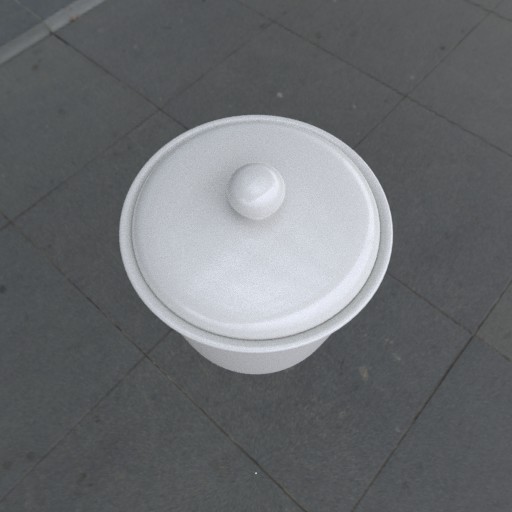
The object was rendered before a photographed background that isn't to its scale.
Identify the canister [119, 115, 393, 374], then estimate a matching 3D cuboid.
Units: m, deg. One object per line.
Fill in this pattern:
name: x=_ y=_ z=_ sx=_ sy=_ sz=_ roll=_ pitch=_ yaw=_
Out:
canister: x=0.000 y=0.000 z=0.349 sx=0.182 sy=0.208 sz=0.182 roll=0 pitch=64 yaw=0
